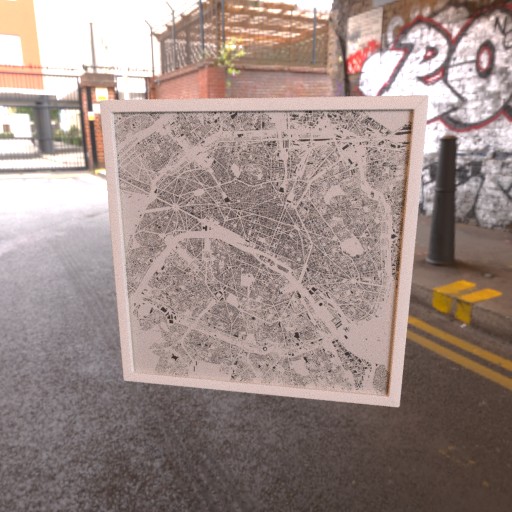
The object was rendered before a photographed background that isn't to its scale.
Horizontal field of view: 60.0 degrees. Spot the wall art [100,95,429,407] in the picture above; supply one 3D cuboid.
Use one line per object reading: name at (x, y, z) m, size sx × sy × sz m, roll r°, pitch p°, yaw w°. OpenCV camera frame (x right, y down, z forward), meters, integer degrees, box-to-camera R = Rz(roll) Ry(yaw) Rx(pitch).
wall art at (0.000, 0.000, 0.757) m, size 0.508 × 0.508 × 0.038 m, roll 3°, pitch 15°, yaw 10°
